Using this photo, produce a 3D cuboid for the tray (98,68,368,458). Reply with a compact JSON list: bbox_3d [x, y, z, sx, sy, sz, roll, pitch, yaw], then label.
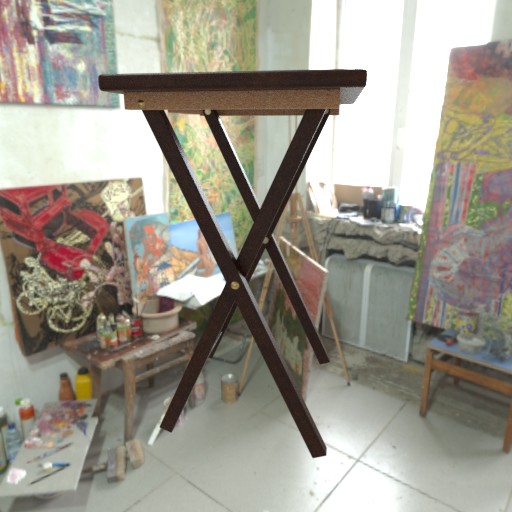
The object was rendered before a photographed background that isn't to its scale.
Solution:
[{"bbox_3d":[0.000,0.000,0.922,0.381,0.660,0.483,3,16,10],"label":"tray"}]
